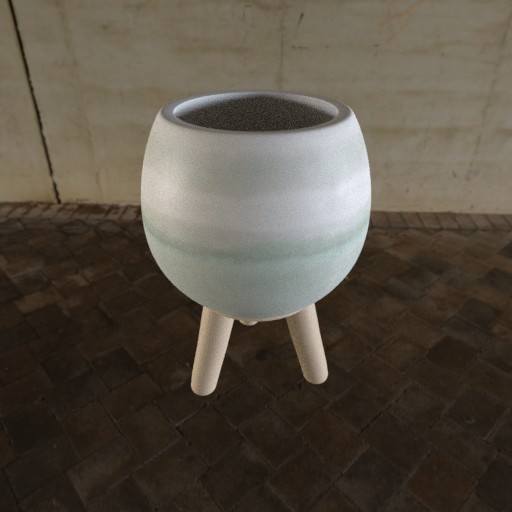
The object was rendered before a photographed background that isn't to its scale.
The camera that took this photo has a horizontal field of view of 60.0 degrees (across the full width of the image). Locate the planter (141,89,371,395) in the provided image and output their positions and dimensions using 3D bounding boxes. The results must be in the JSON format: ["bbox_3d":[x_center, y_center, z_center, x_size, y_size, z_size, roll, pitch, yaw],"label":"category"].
[{"bbox_3d":[0.000,0.000,0.344,0.161,0.224,0.161,0,31,0],"label":"planter"}]
